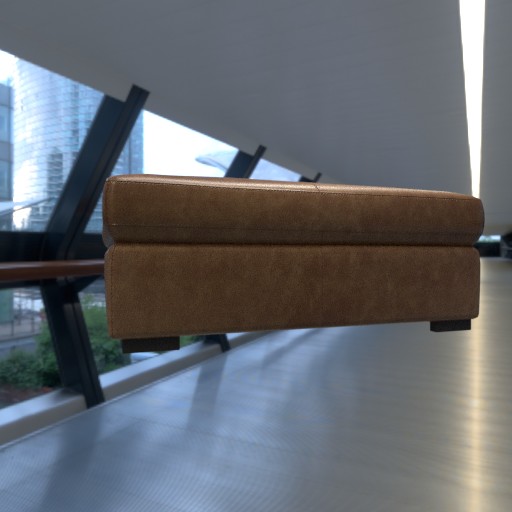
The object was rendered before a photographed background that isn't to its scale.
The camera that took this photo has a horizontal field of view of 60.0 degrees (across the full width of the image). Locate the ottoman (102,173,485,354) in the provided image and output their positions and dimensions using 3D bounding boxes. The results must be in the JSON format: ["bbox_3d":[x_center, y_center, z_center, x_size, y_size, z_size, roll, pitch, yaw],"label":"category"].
[{"bbox_3d":[0.000,0.000,1.779,1.168,0.483,1.169,0,0,-19],"label":"ottoman"}]
